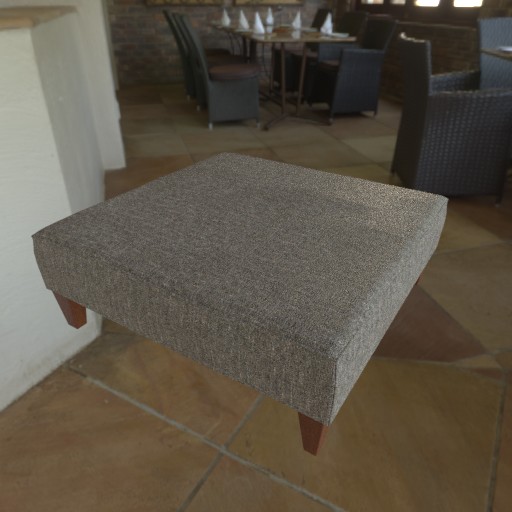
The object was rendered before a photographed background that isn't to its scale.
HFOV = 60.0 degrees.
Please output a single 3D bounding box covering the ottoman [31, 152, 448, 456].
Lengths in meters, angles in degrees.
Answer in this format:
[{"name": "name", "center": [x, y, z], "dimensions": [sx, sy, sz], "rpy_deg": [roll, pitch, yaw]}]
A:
[{"name": "ottoman", "center": [0.000, 0.000, 1.513], "dimensions": [1.016, 0.379, 0.981], "rpy_deg": [18, 35, 28]}]
